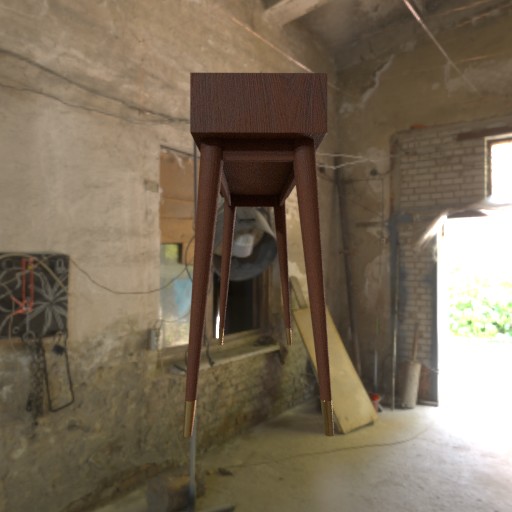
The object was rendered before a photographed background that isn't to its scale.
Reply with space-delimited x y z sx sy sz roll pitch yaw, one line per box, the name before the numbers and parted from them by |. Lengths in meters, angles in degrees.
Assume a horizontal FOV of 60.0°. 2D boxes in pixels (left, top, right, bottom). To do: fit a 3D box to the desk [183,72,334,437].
desk | 0.000 0.000 1.716 0.384 0.917 1.204 0 0 -1
